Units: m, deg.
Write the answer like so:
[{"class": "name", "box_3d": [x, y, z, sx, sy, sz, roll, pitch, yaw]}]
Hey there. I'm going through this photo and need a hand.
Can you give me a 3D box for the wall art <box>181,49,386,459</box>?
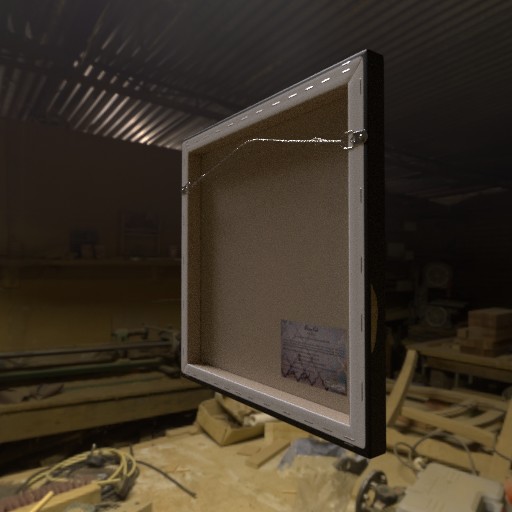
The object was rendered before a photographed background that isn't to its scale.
[{"class": "wall art", "box_3d": [0.000, 0.000, 0.909, 0.043, 0.611, 0.610, 1, -2, -36]}]
